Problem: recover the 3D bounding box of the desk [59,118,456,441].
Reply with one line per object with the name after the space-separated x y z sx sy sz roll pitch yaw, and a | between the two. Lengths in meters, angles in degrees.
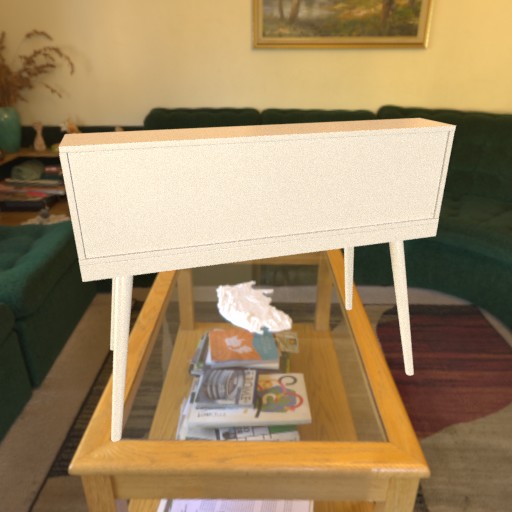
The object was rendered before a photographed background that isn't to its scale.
0.000 0.000 1.701 1.199 0.990 0.559 -7 26 -15 | desk
